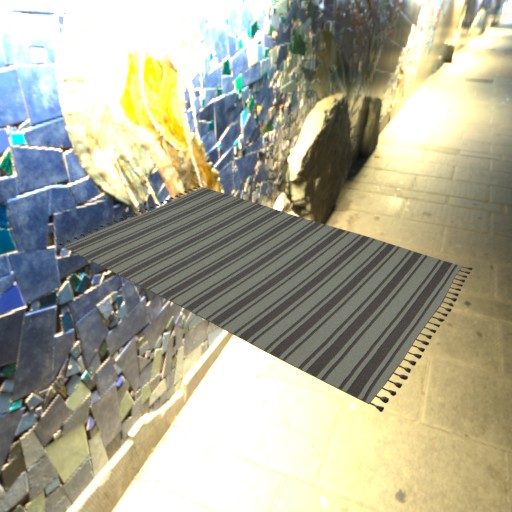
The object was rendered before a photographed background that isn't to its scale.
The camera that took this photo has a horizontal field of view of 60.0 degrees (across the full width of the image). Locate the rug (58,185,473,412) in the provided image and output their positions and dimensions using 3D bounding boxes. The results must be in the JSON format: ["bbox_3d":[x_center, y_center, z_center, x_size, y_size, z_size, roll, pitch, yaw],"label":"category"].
[{"bbox_3d":[0.000,0.000,2.545,2.096,0.011,1.229,21,36,32],"label":"rug"}]
